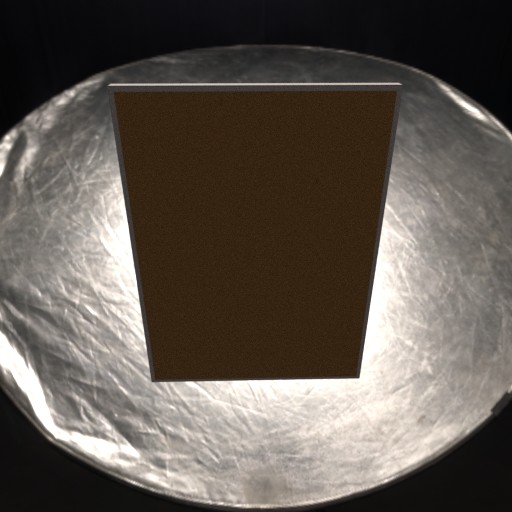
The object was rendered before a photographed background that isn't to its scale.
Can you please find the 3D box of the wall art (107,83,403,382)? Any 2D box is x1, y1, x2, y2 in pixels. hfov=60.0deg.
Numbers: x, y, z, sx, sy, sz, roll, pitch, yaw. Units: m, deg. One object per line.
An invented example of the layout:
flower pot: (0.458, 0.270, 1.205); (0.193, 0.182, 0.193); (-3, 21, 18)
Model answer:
wall art: (0.000, 0.000, 1.676); (0.914, 1.221, 0.046); (-1, 28, -1)
